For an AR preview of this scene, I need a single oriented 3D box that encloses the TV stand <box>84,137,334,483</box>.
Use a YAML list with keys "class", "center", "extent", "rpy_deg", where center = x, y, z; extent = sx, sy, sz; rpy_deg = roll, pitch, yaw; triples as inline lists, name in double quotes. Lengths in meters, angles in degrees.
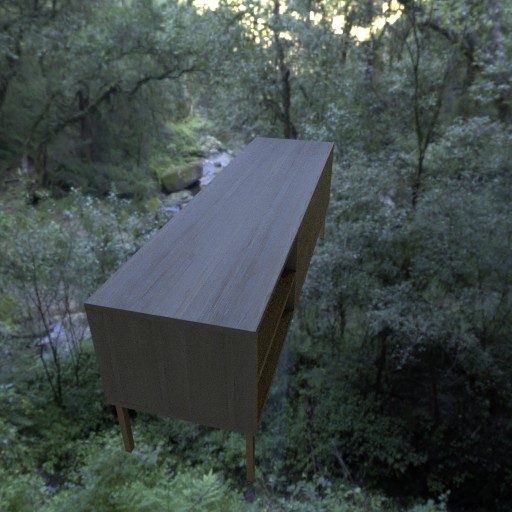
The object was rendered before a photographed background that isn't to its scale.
- class: "TV stand"
  center: [0.000, 0.000, 1.810]
  extent: [0.420, 0.550, 1.600]
  rpy_deg: [7, 30, 13]
